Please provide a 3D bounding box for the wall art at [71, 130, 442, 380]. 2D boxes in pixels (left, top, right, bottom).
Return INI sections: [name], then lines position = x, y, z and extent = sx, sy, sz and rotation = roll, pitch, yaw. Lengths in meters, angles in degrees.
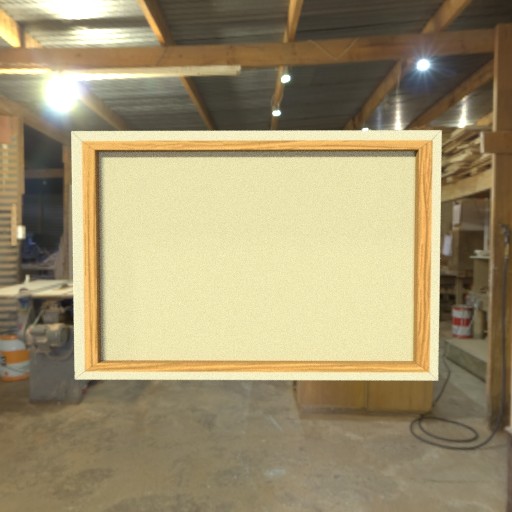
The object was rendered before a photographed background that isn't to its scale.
[wall art]
position = 0.000, 0.000, 0.478
extent = 0.381, 0.259, 0.038
rotation = 0, 2, 1
